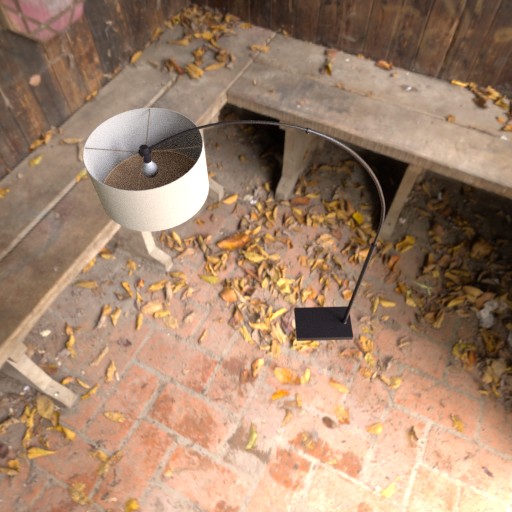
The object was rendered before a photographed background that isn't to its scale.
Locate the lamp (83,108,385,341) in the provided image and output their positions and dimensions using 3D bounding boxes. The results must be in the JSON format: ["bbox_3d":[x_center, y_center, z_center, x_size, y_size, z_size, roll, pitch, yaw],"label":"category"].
[{"bbox_3d":[0.000,0.000,2.543,1.424,1.927,0.493,-1,57,-1],"label":"lamp"}]
